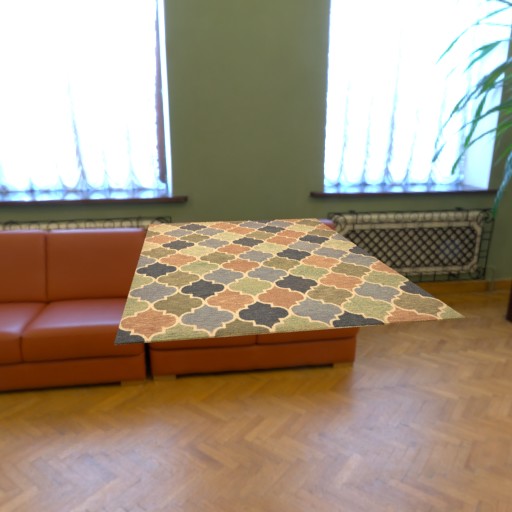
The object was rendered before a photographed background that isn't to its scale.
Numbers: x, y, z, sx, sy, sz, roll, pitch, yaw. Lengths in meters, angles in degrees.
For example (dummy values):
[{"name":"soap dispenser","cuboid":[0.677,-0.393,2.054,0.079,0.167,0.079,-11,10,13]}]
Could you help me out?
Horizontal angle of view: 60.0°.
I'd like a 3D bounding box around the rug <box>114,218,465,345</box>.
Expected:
[{"name":"rug","cuboid":[0.000,0.000,2.360,1.216,0.006,1.828,-3,16,-9]}]
